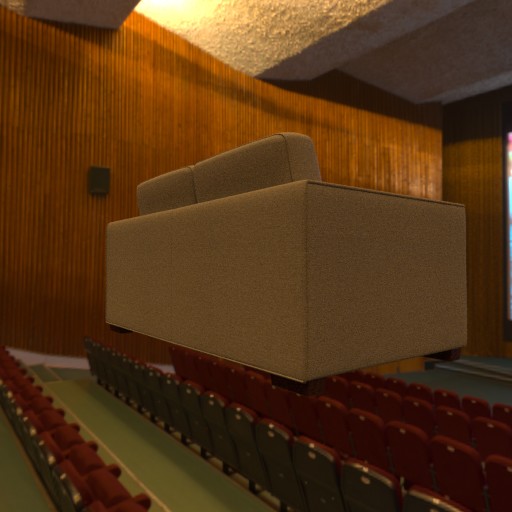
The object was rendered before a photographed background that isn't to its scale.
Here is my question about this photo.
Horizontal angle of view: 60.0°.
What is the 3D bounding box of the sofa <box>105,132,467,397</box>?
[{"bbox_3d":[0.000,0.000,2.379,1.007,0.924,1.812,1,-1,-37],"label":"sofa"}]
